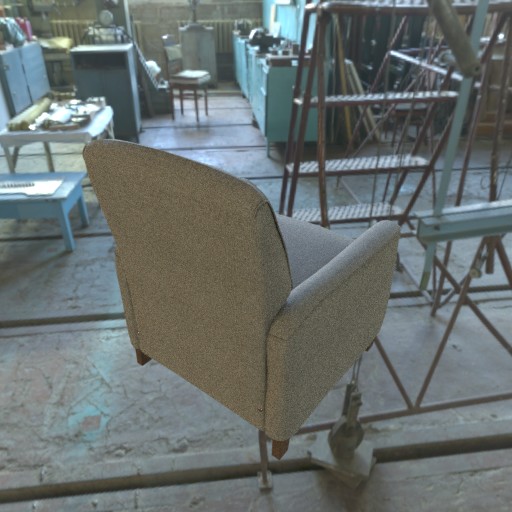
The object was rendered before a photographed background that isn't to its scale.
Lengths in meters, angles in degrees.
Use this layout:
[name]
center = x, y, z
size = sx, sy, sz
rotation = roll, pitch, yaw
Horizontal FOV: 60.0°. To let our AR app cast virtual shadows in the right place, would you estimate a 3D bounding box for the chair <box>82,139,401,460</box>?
[chair]
center = 0.000, 0.000, 1.669
size = 0.848, 1.014, 0.864
rotation = 22, 37, 32
